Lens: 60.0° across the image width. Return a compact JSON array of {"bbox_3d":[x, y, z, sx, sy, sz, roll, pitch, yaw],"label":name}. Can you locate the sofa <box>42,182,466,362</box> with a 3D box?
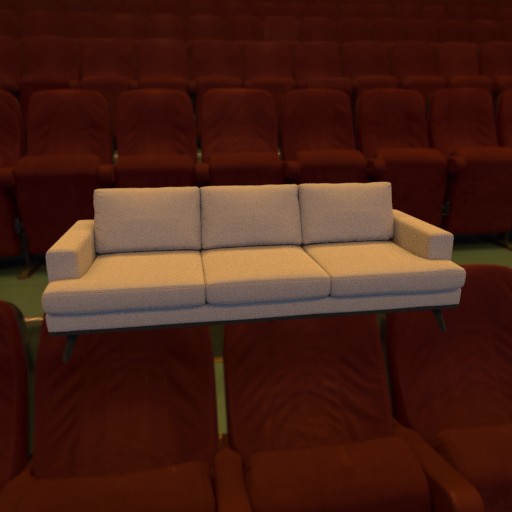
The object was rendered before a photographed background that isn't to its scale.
[{"bbox_3d":[0.000,0.000,2.774,2.310,0.810,0.920,-3,18,-9],"label":"sofa"}]
